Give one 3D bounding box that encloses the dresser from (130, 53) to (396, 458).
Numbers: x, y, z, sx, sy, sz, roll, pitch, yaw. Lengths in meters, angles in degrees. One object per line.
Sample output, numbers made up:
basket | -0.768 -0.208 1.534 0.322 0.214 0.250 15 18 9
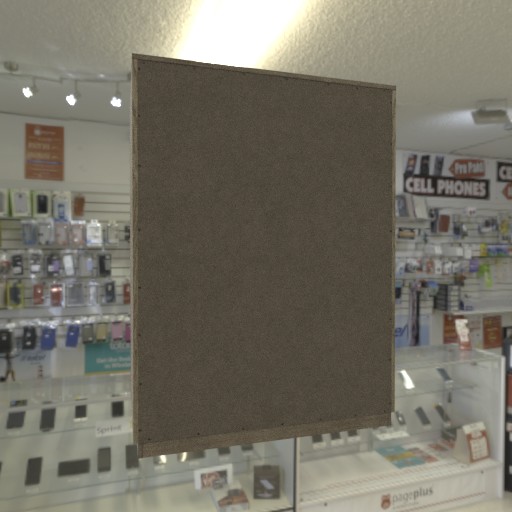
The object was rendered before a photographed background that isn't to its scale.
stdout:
dresser | 0.000 0.000 1.783 0.967 1.295 0.483 0 1 -17
